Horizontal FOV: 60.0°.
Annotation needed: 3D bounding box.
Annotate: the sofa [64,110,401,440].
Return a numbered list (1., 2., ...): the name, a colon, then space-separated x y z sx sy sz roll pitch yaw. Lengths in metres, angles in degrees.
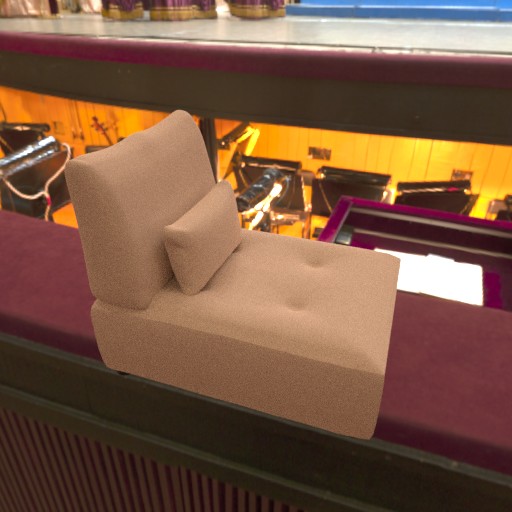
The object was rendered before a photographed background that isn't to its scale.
1. sofa: 0.000 0.000 1.589 1.000 0.820 0.700 10 32 17
